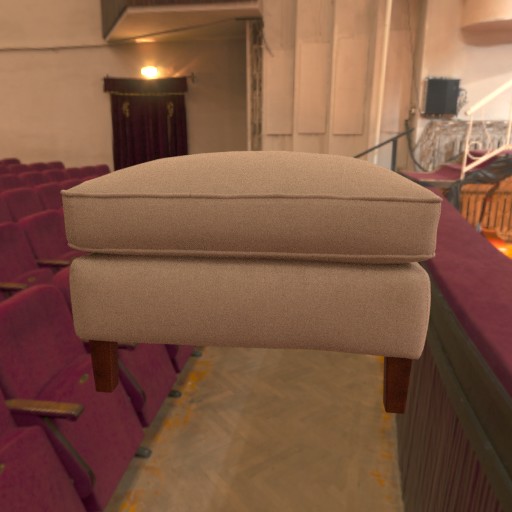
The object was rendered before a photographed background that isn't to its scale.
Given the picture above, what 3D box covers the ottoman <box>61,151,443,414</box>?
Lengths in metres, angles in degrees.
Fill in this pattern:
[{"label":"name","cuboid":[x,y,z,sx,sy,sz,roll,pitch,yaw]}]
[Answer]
[{"label":"ottoman","cuboid":[0.000,0.000,0.988,0.665,0.456,0.501,2,15,7]}]
